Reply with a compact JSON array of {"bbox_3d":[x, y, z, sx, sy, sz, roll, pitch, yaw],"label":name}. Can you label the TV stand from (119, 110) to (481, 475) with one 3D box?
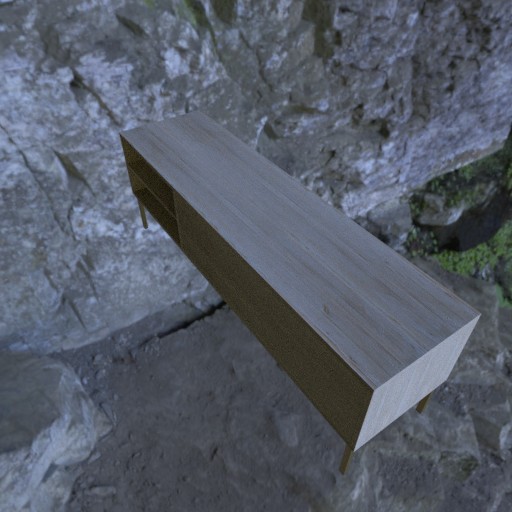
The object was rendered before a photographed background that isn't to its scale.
[{"bbox_3d":[0.000,0.000,1.817,0.420,0.550,1.600,-25,48,-25],"label":"TV stand"}]
